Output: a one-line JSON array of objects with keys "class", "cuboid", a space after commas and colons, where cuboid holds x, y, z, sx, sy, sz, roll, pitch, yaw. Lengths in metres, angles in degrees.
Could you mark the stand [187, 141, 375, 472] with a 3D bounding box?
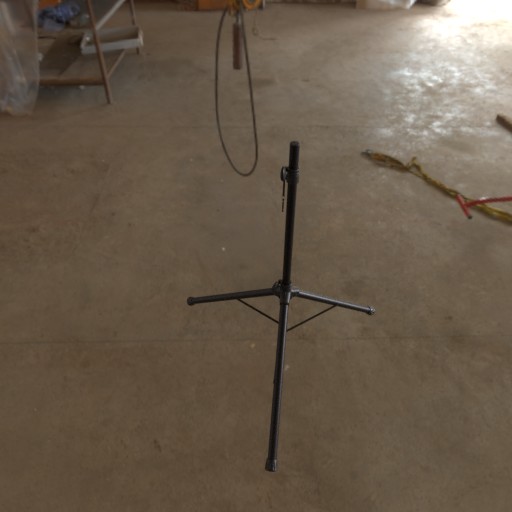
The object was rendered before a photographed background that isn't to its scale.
[{"class": "stand", "cuboid": [0.000, 0.000, 1.898, 0.907, 1.136, 1.045, 25, 47, 26]}]
